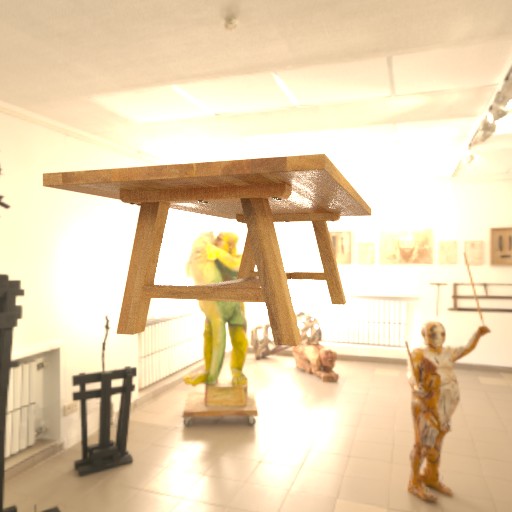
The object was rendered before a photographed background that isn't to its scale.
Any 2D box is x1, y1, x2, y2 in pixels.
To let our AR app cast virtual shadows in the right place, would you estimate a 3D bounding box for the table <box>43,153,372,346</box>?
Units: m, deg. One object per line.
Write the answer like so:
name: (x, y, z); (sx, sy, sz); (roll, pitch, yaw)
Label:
table: (0.000, 0.000, 1.693); (0.760, 0.455, 1.320); (0, 1, 19)
